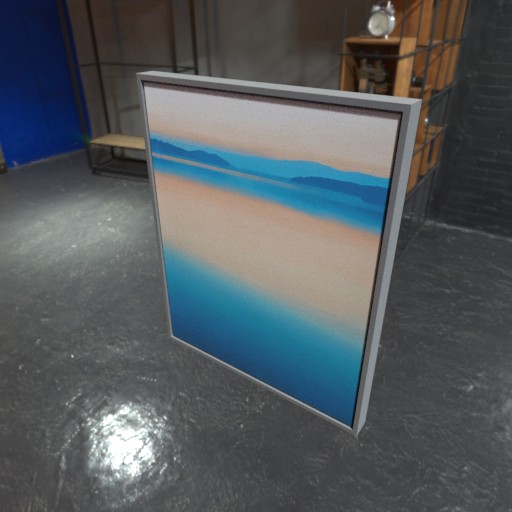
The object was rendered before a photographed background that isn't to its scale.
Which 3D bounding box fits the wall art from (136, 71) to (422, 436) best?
[{"bbox_3d":[0.000,0.000,0.759,0.453,0.554,0.037,19,35,30],"label":"wall art"}]
